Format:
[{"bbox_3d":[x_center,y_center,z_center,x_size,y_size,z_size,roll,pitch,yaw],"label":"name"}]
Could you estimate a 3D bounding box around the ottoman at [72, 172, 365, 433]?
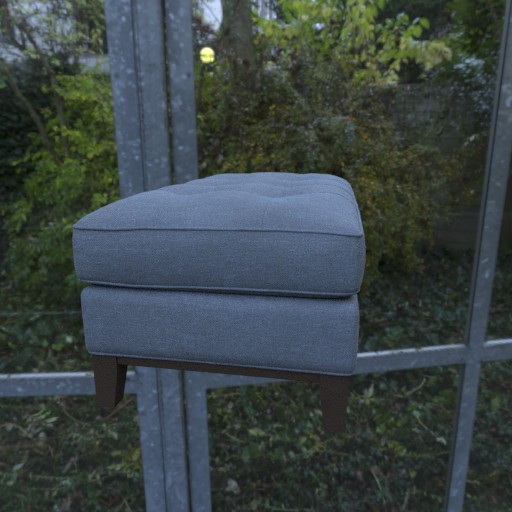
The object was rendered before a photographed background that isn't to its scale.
[{"bbox_3d":[0.000,0.000,1.494,0.648,0.514,1.143,3,14,10],"label":"ottoman"}]
